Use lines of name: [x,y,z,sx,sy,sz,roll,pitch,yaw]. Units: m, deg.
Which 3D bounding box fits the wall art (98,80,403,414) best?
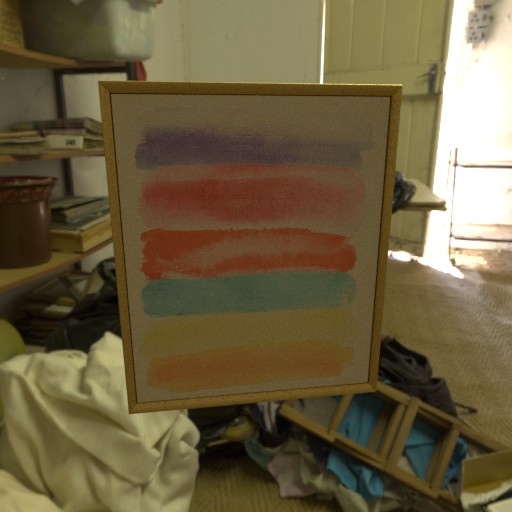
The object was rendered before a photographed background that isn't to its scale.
wall art: [0.000,0.000,0.884,0.537,0.642,0.048,-2,16,-8]
